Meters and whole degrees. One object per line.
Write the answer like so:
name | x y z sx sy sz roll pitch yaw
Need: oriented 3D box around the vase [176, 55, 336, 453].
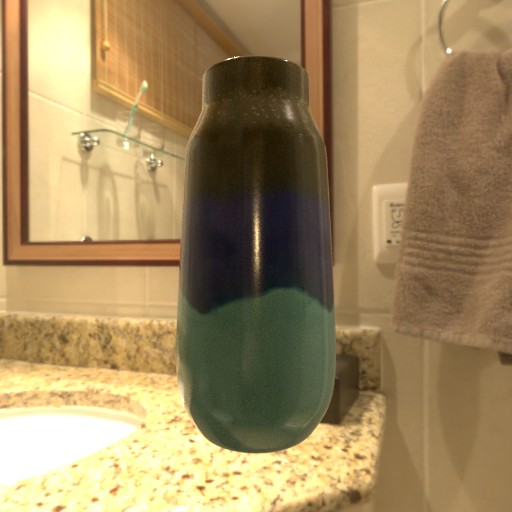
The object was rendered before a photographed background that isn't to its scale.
vase | 0.000 0.000 0.389 0.139 0.313 0.139 0 0 0
